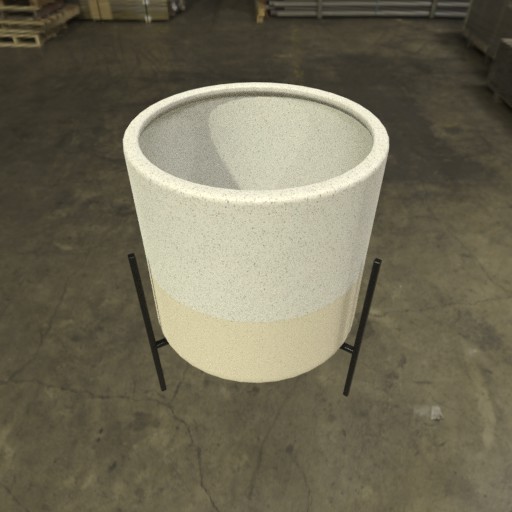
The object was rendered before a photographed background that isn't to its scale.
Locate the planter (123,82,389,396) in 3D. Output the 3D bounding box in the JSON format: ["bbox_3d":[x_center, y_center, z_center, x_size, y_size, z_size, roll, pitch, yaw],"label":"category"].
[{"bbox_3d":[0.000,0.000,0.671,0.313,0.423,0.335,1,41,1],"label":"planter"}]
